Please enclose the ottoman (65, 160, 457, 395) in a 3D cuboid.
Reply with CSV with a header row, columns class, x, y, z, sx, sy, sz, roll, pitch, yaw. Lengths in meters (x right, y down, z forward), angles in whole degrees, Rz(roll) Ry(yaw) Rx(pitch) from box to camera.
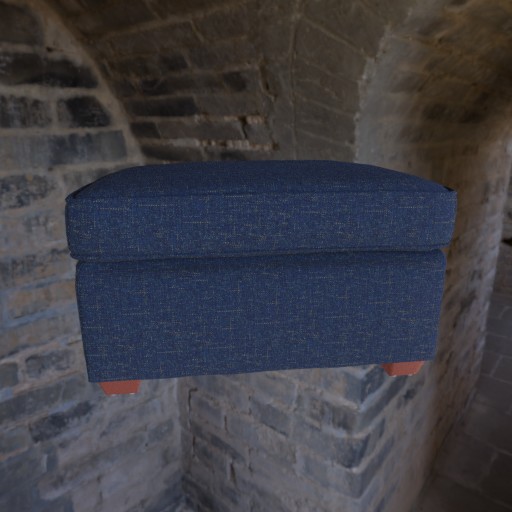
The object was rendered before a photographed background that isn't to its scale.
class,x,y,z,sx,sy,sz,roll,pitch,yaw
ottoman,0.000,0.000,1.084,0.749,0.450,0.549,-2,16,-7
